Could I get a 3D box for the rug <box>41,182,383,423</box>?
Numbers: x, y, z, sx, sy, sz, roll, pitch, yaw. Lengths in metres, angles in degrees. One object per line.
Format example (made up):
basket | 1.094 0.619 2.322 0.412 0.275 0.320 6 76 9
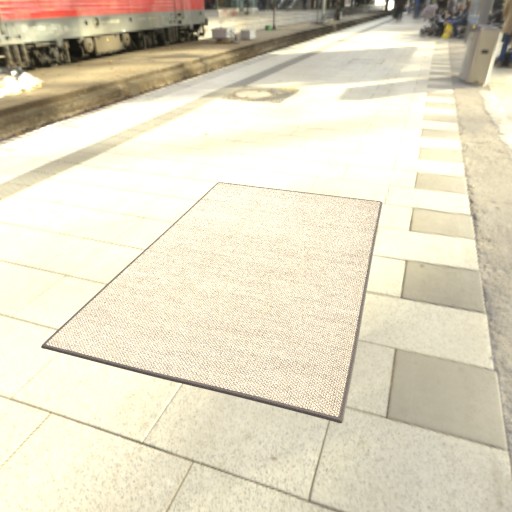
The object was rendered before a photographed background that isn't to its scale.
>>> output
rug | 0.000 0.000 2.109 1.067 0.013 1.676 9 32 15
